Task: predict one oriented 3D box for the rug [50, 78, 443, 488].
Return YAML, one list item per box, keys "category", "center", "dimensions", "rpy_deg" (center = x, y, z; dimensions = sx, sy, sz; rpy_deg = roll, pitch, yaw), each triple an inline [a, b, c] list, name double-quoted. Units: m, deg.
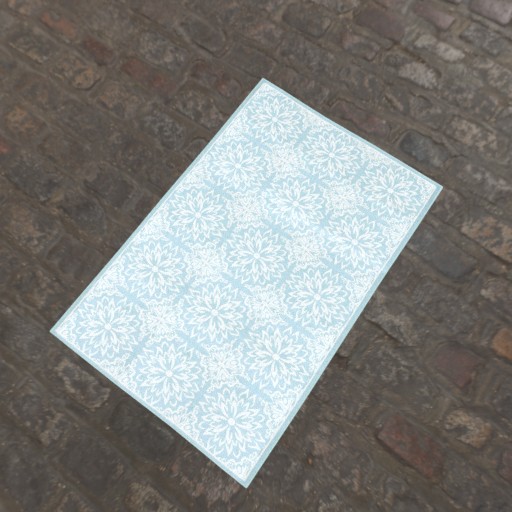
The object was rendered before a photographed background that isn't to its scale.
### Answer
- category: "rug"
  center: [0.000, 0.000, 2.323]
  dimensions: [1.219, 0.012, 1.840]
  rpy_deg: [35, 77, 9]
